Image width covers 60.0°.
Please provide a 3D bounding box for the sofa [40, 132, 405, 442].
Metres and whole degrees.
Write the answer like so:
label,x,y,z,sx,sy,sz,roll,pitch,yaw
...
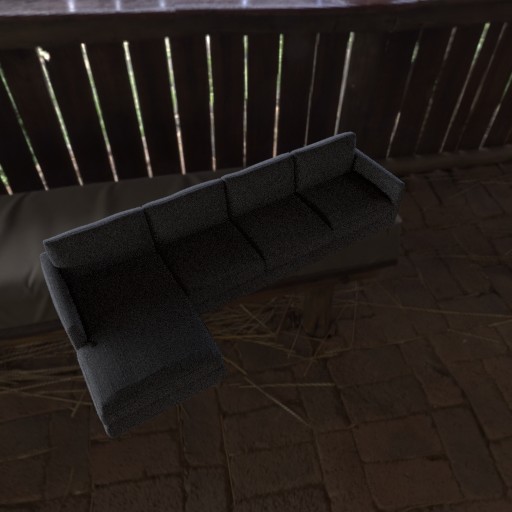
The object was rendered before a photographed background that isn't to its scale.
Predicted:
label,x,y,z,sx,sy,sz,roll,pitch,yaw
sofa,0.000,0.000,3.469,2.932,0.810,1.350,-24,51,-21
